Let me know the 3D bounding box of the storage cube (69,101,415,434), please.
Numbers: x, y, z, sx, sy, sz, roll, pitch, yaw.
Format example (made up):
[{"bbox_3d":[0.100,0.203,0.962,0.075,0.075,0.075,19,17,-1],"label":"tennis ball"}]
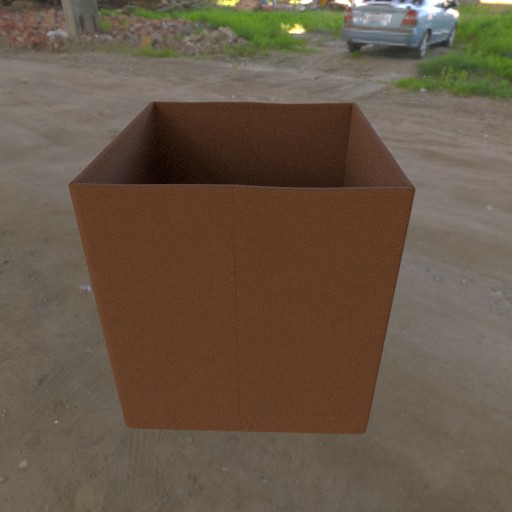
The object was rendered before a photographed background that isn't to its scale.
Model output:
[{"bbox_3d":[0.000,0.000,0.504,0.270,0.280,0.270,1,32,1],"label":"storage cube"}]
